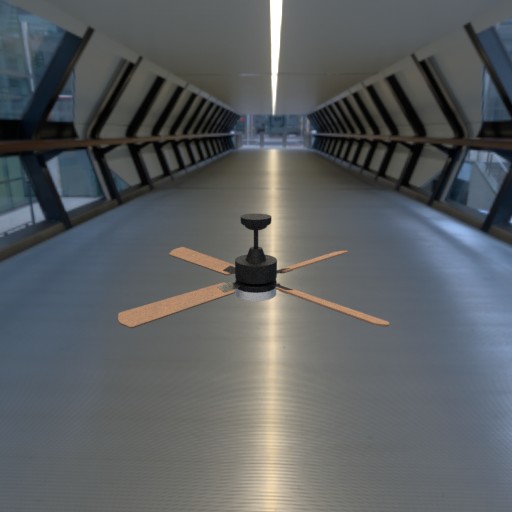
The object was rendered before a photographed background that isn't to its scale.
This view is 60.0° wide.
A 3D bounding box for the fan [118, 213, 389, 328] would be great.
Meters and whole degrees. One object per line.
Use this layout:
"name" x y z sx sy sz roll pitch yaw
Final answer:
"fan" 0.000 0.000 1.958 1.320 0.355 1.320 -15 22 -41
